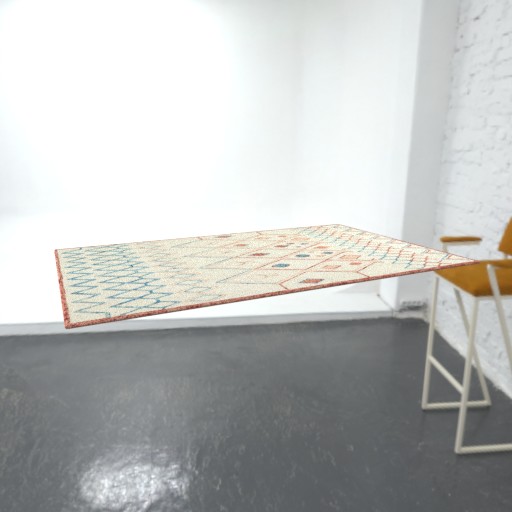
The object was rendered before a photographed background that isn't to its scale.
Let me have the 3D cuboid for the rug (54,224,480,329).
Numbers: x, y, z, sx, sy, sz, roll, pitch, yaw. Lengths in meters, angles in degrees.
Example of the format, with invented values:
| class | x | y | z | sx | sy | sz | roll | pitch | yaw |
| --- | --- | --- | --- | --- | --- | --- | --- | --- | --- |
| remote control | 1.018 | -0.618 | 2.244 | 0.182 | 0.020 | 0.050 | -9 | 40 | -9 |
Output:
| class | x | y | z | sx | sy | sz | roll | pitch | yaw |
| --- | --- | --- | --- | --- | --- | --- | --- | --- | --- |
| rug | 0.000 | 0.000 | 2.974 | 2.438 | 0.015 | 1.524 | -7 | 15 | -25 |
